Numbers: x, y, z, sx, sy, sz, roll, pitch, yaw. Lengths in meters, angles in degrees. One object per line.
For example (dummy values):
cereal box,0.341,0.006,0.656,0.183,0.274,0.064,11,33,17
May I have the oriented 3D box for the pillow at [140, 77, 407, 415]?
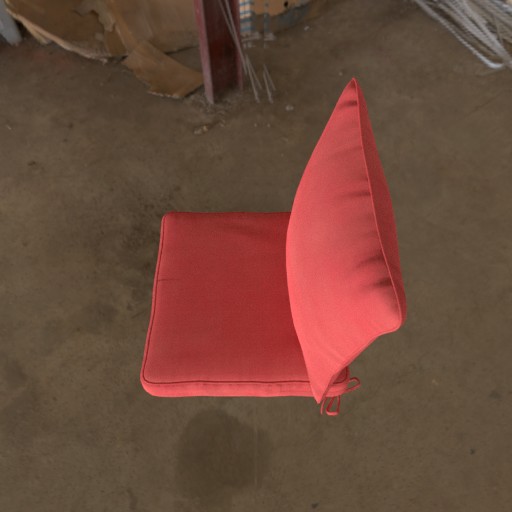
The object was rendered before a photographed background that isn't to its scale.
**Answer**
pillow,0.000,0.000,1.359,0.733,0.725,0.798,0,58,0
